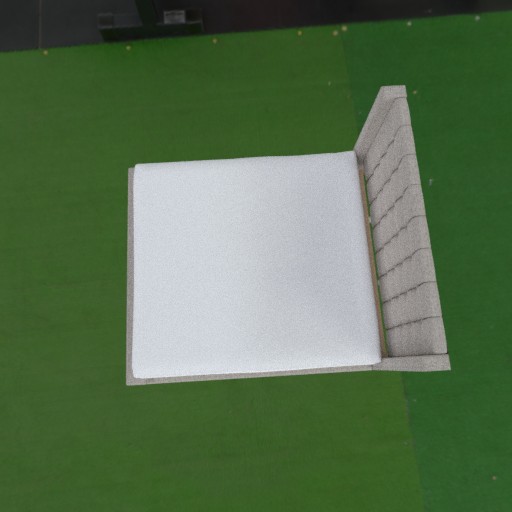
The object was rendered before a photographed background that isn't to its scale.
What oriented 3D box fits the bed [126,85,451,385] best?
[{"bbox_3d":[0.000,0.000,3.839,2.372,1.748,2.044,-3,76,-1],"label":"bed"}]
